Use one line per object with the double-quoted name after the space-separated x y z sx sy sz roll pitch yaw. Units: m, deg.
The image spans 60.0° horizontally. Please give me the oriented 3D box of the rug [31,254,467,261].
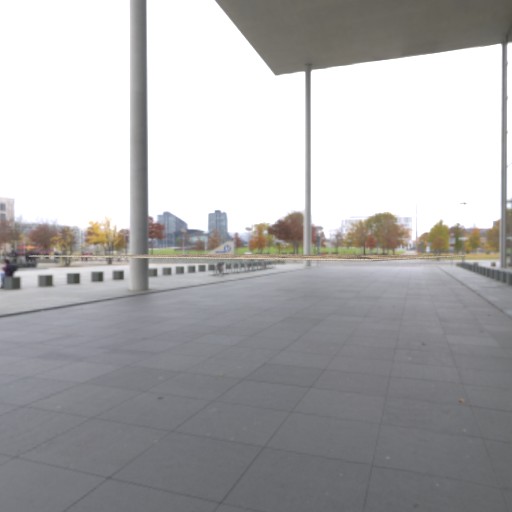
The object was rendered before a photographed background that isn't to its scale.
0.000 0.000 3.822 2.977 0.008 2.380 0 1 35 "rug"
